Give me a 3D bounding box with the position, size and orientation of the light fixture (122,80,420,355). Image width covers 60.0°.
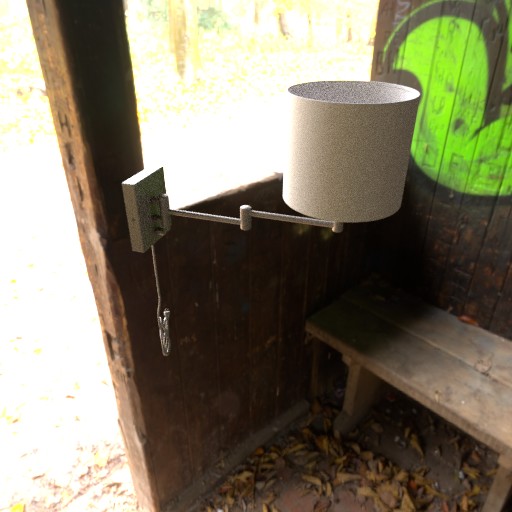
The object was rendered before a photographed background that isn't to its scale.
[{"bbox_3d":[0.000,0.000,0.894,0.516,0.651,0.203,10,31,16],"label":"light fixture"}]
